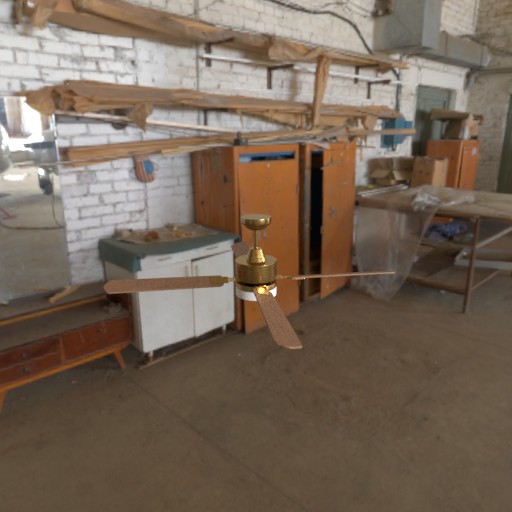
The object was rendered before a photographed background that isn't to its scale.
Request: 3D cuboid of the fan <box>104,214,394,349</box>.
[{"bbox_3d":[0.000,0.000,1.969,1.320,0.355,1.320,-3,16,-9],"label":"fan"}]
